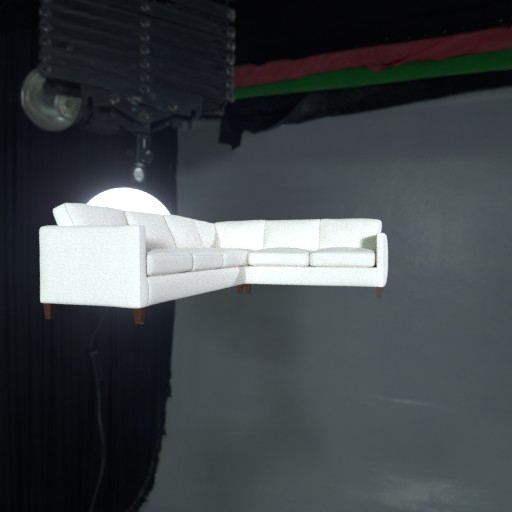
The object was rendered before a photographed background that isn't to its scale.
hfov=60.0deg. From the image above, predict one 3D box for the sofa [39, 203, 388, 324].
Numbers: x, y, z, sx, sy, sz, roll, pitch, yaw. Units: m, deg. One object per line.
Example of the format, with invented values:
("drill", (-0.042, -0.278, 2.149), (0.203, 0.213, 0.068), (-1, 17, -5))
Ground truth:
("sofa", (0.000, 0.000, 4.607), (2.593, 0.947, 3.302), (0, 1, 17))
